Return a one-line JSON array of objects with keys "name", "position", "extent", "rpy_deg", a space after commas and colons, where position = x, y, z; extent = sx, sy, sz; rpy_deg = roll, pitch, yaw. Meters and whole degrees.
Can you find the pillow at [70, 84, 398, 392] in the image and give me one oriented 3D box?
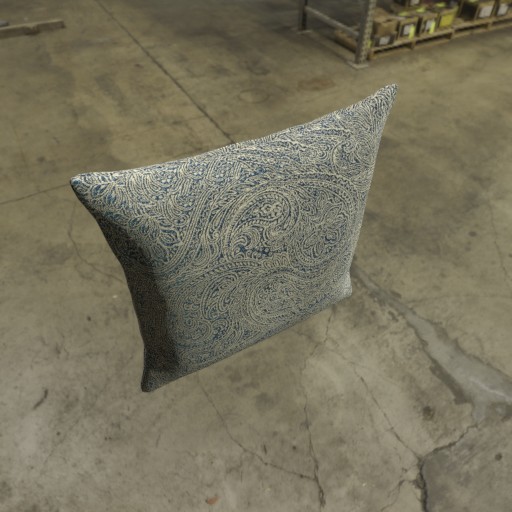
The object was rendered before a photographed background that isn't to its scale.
[{"name": "pillow", "position": [0.000, 0.000, 0.793], "extent": [0.523, 0.510, 0.166], "rpy_deg": [-22, 50, -20]}]
